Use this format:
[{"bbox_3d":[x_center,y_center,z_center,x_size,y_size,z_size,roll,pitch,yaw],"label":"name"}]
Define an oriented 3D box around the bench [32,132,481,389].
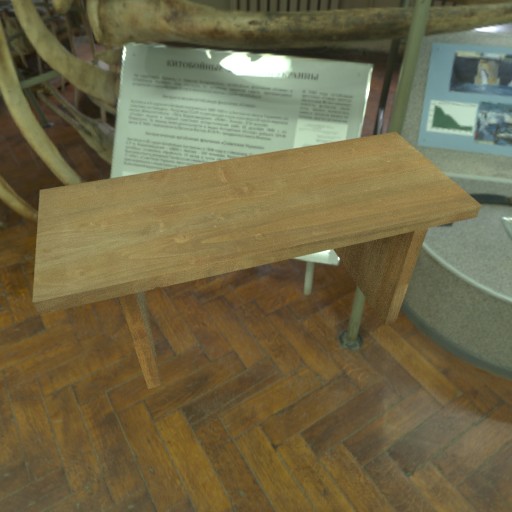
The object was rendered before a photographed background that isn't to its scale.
[{"bbox_3d":[0.000,0.000,1.426,1.183,0.458,0.458,-12,44,-13],"label":"bench"}]
